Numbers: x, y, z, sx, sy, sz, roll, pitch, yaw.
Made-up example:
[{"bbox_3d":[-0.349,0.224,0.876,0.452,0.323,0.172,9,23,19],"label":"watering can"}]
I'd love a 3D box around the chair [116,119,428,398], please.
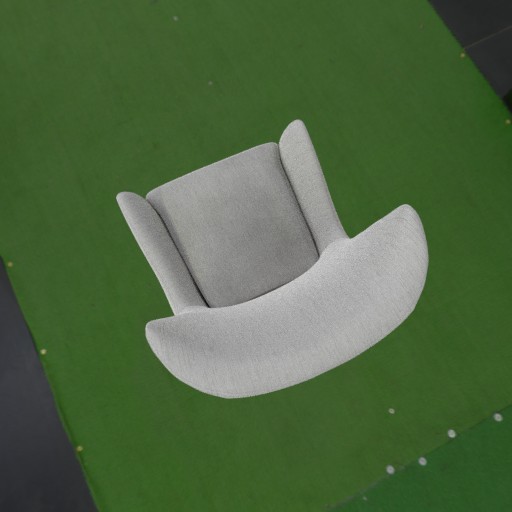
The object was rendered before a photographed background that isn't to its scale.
[{"bbox_3d":[0.000,0.000,1.652,0.779,1.000,0.904,-24,77,-6],"label":"chair"}]
